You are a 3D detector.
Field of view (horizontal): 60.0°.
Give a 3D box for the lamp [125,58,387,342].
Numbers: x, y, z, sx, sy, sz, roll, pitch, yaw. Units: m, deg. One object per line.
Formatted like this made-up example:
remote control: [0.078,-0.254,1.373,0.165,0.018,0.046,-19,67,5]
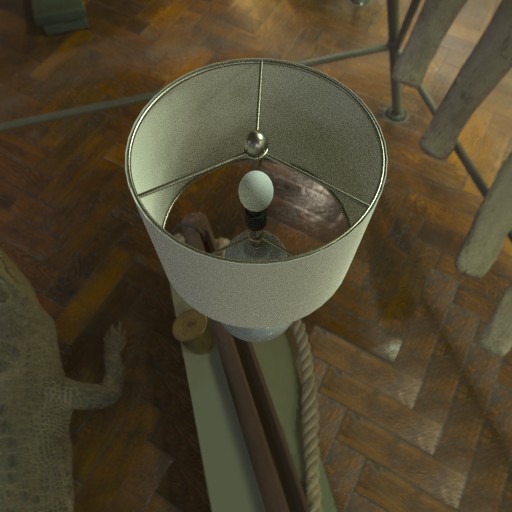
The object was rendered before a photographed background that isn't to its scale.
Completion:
lamp: [0.000,0.000,0.925,0.367,0.730,0.367,-14,64,-7]
